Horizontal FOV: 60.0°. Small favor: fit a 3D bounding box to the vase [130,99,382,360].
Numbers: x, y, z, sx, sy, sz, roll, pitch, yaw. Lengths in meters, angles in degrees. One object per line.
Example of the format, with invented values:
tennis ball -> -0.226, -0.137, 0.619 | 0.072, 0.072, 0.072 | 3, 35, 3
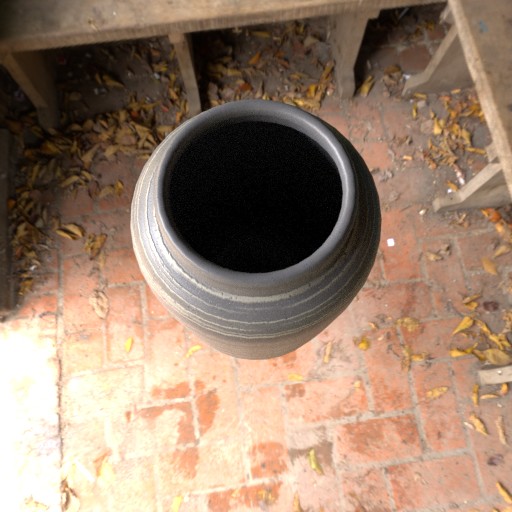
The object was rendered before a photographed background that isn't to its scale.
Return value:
vase -> 0.000, 0.000, 0.673 | 0.297, 0.499, 0.297 | 0, 74, 0
